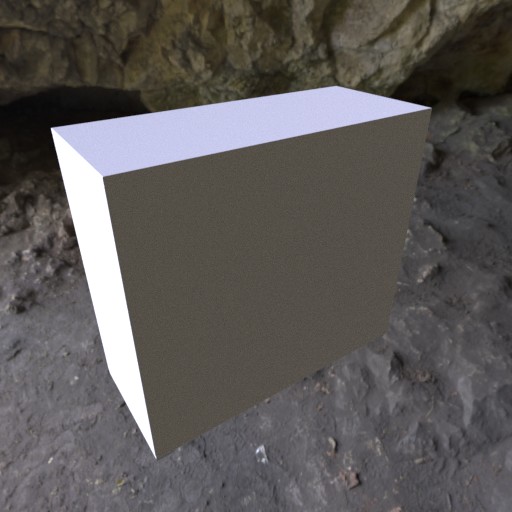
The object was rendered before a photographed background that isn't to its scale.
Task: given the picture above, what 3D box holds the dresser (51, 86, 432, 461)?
[{"bbox_3d":[0.000,0.000,1.623,1.100,1.000,0.460,-20,36,-29],"label":"dresser"}]
